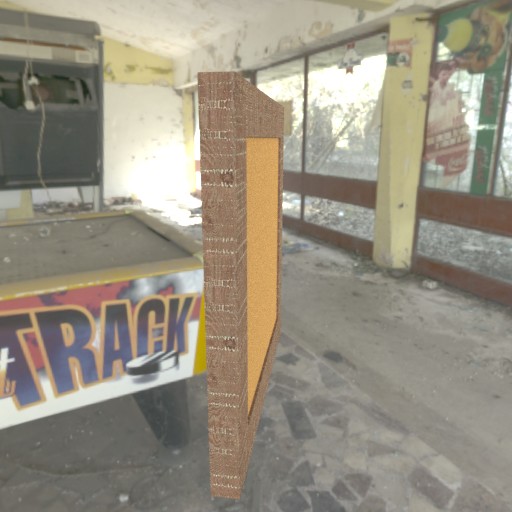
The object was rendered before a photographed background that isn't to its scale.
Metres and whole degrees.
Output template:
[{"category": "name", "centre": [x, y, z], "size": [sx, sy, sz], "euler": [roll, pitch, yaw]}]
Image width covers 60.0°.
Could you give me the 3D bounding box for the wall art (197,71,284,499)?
[{"category": "wall art", "centre": [0.000, 0.000, 0.778], "size": [0.040, 0.531, 0.531], "euler": [2, 15, 9]}]
